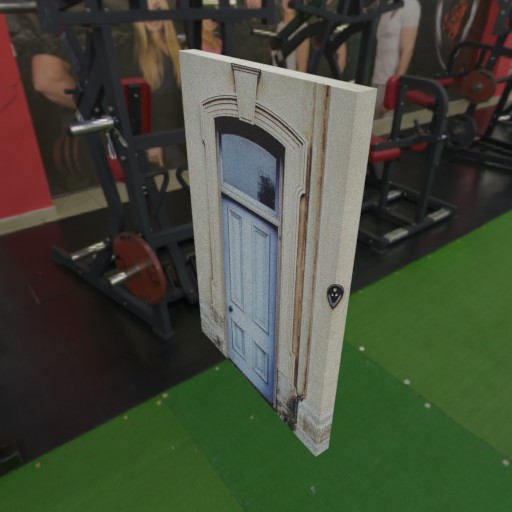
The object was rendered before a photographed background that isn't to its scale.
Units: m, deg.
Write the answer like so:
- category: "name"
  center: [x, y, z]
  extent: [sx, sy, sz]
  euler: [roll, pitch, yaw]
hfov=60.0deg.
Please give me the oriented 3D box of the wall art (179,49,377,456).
- category: "wall art"
  center: [0.000, 0.000, 0.957]
  extent: [0.038, 0.764, 0.508]
  euler: [-20, 37, -29]
